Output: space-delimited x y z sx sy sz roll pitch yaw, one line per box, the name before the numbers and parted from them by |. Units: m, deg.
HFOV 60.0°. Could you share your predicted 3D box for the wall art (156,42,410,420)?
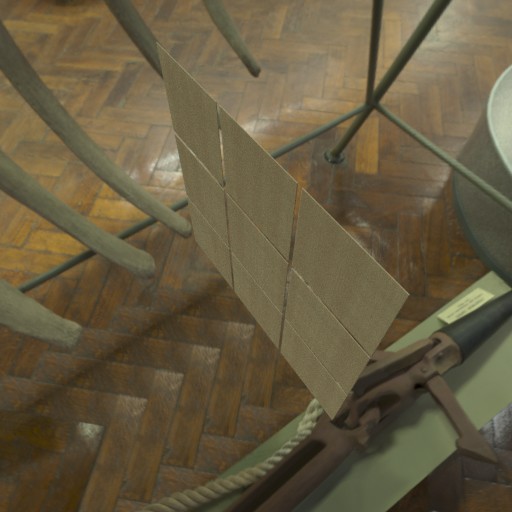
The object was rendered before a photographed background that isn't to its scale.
wall art | 0.000 0.000 2.222 0.002 1.505 1.517 -30 62 -18
